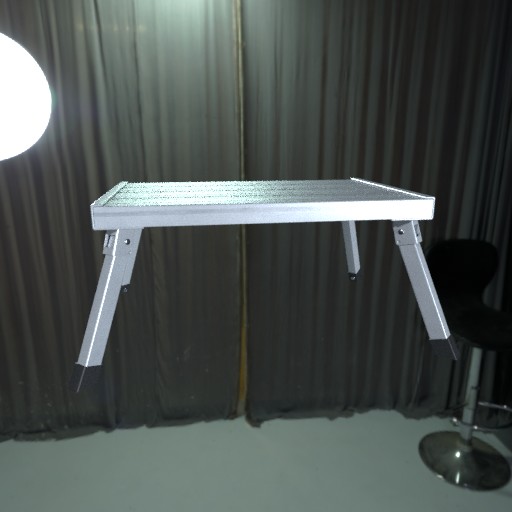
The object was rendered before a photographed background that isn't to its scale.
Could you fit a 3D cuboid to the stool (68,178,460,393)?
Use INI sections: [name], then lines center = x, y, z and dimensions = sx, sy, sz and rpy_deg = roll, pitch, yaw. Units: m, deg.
[stool]
center = 0.000, 0.000, 0.738
dimensions = 0.535, 0.225, 0.385
rpy_deg = -2, 15, -9
